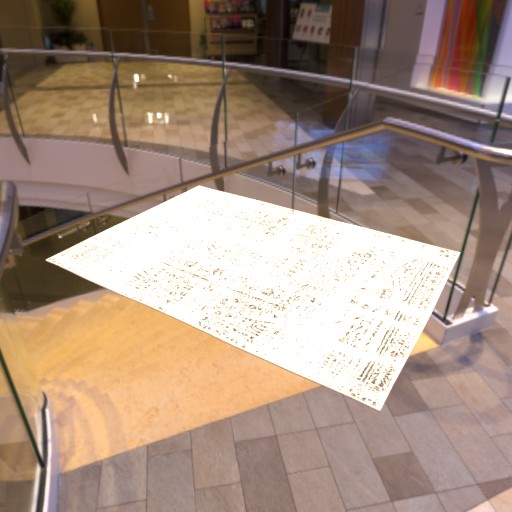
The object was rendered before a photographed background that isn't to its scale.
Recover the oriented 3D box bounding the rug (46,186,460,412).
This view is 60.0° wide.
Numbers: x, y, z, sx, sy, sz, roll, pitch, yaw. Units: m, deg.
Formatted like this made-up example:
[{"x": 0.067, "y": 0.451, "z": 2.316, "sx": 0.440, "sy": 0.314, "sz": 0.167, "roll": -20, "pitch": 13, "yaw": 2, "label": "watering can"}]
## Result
[{"x": 0.000, "y": 0.000, "z": 3.157, "sx": 2.438, "sy": 0.026, "sz": 1.706, "roll": 18, "pitch": 35, "yaw": 28, "label": "rug"}]
